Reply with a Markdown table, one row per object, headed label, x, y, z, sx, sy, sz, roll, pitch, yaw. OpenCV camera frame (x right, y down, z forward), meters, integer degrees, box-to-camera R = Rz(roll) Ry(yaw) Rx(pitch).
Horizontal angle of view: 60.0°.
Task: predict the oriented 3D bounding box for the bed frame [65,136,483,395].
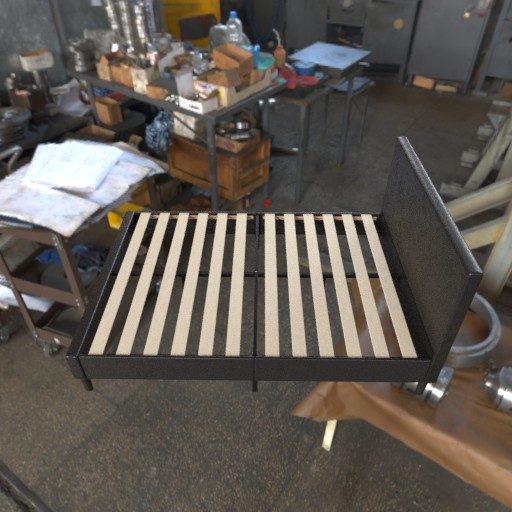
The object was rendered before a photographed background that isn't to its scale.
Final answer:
| label | x | y | z | sx | sy | sz | roll | pitch | yaw |
| --- | --- | --- | --- | --- | --- | --- | --- | --- | --- |
| bed frame | 0.000 | 0.000 | 2.970 | 2.152 | 1.046 | 1.469 | 0 | 40 | 1 |
